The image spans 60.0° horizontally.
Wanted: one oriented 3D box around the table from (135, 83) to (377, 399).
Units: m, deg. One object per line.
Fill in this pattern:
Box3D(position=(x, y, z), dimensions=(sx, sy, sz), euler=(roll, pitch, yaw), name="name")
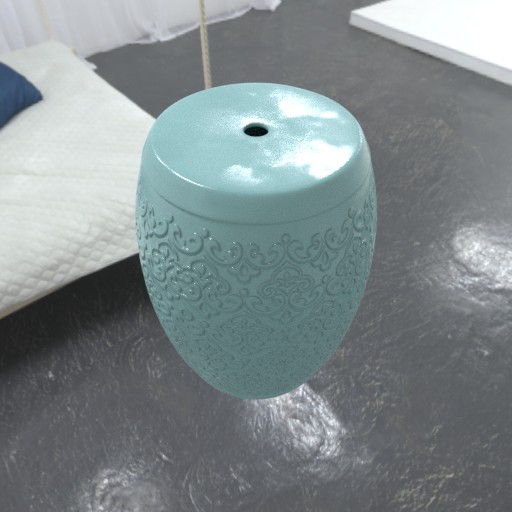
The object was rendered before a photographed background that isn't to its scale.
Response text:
Box3D(position=(0.000, 0.000, 0.621), dimensions=(0.309, 0.397, 0.309), euler=(0, 46, 0), name="table")
